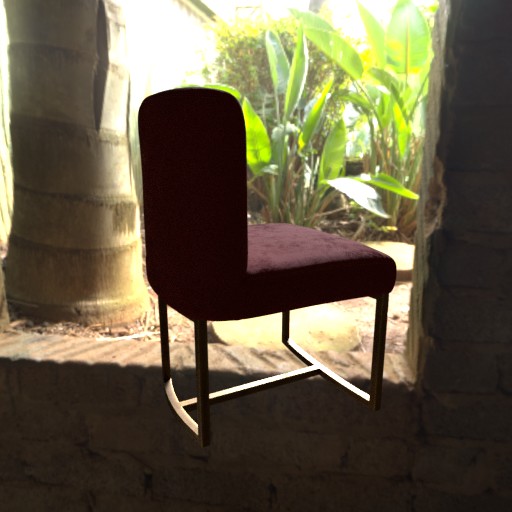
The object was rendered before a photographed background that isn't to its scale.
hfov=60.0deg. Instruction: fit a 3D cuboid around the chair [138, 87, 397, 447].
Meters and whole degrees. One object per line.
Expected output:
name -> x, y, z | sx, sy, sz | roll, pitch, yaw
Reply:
chair -> 0.000, 0.000, 1.217 | 0.560, 0.824, 0.530 | -7, 16, -27
